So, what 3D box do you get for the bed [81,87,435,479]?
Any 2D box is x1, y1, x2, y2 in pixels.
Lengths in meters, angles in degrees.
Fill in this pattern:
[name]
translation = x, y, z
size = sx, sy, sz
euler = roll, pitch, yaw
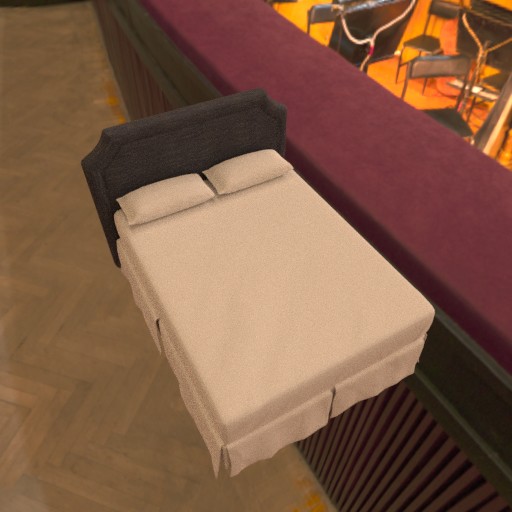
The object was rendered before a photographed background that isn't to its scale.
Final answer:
[bed]
translation = 0.000, 0.000, 3.110
size = 1.693, 1.290, 2.116
euler = -22, 51, -19
